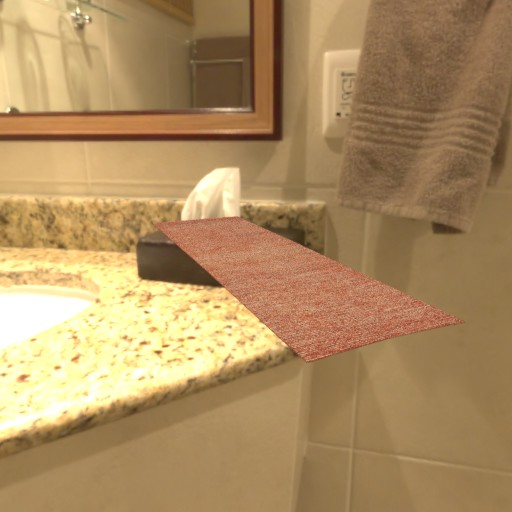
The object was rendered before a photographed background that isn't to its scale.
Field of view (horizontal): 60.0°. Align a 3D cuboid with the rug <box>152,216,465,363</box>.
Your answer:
[{"bbox_3d":[0.000,0.000,2.583,0.718,0.013,2.353,-7,18,-23],"label":"rug"}]
